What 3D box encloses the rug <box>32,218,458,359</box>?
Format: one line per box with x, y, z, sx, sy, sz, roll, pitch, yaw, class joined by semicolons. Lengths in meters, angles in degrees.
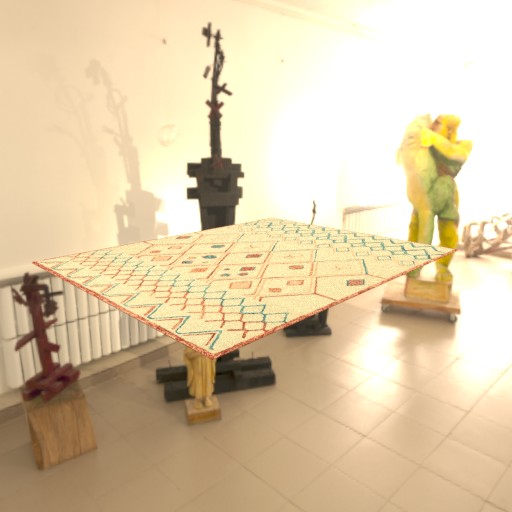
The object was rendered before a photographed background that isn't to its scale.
0.000;0.000;4.043;2.441;0.016;3.050;15;21;43;rug
